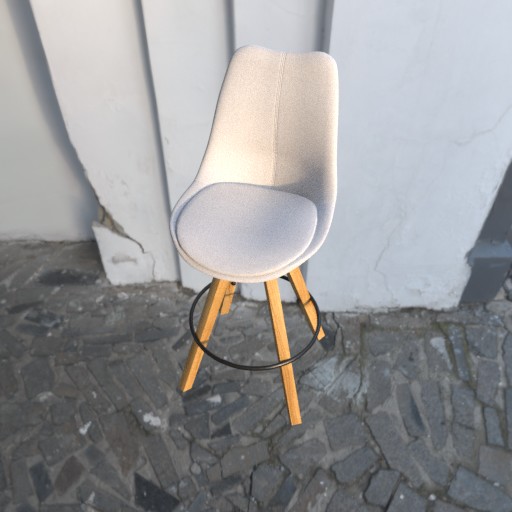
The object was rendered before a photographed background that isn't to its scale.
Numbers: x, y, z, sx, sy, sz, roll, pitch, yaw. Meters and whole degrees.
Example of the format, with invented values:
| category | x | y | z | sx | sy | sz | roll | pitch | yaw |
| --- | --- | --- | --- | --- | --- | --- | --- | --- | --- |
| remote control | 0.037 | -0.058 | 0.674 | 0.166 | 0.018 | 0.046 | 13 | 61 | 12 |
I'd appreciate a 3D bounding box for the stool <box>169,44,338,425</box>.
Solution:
| category | x | y | z | sx | sy | sz | roll | pitch | yaw |
| --- | --- | --- | --- | --- | --- | --- | --- | --- | --- |
| stool | 0.000 | 0.000 | 1.426 | 0.484 | 1.115 | 0.550 | 12 | 43 | 13 |
